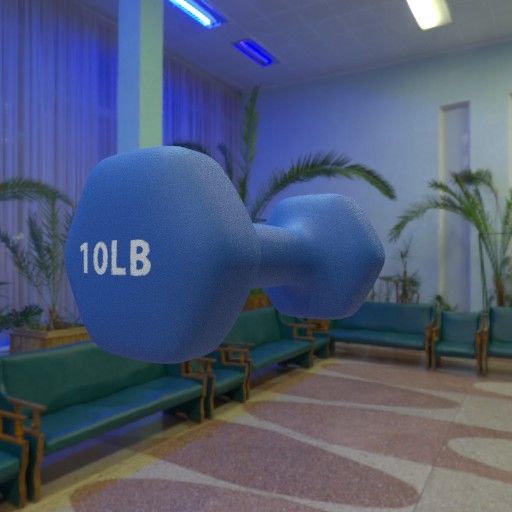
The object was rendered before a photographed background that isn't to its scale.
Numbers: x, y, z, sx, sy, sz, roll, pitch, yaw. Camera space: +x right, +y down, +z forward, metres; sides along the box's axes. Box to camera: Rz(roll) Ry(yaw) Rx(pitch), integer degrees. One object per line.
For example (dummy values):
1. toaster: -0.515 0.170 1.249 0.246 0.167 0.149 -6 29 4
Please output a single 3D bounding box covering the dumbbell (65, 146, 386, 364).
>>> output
1. dumbbell: 0.000 0.000 0.269 0.103 0.093 0.212 0 -1 35
